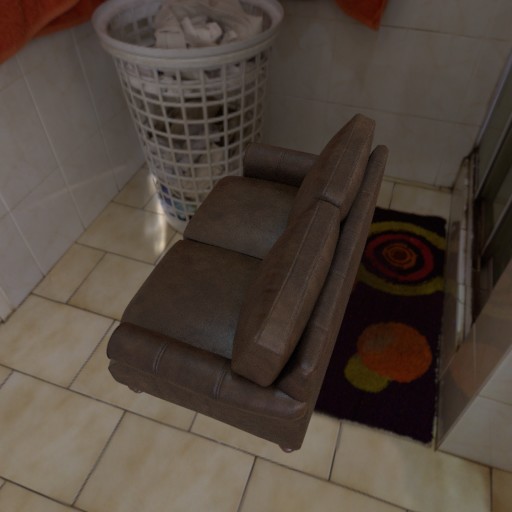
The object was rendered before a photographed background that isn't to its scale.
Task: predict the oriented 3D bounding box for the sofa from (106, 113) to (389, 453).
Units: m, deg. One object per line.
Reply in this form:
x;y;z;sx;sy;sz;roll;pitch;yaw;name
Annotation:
0.000;0.000;2.264;0.990;0.976;1.616;16;49;14;sofa
